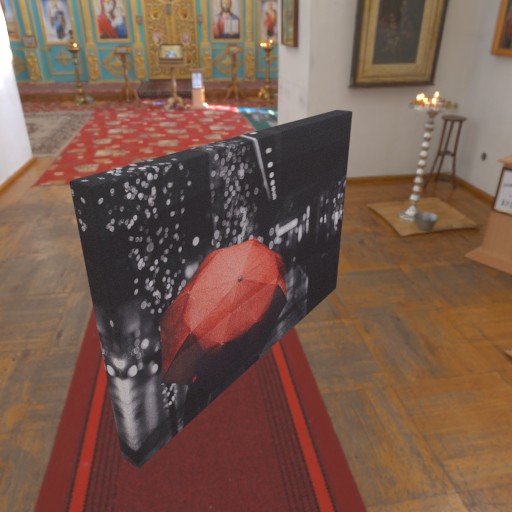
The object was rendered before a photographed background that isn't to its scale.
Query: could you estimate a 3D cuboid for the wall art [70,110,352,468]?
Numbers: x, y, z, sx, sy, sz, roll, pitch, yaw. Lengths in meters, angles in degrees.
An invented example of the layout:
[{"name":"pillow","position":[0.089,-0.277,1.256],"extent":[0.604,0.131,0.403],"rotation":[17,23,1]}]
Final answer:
[{"name":"wall art","position":[0.000,0.000,0.755],"extent":[0.037,0.406,0.609],"rotation":[18,31,31]}]
